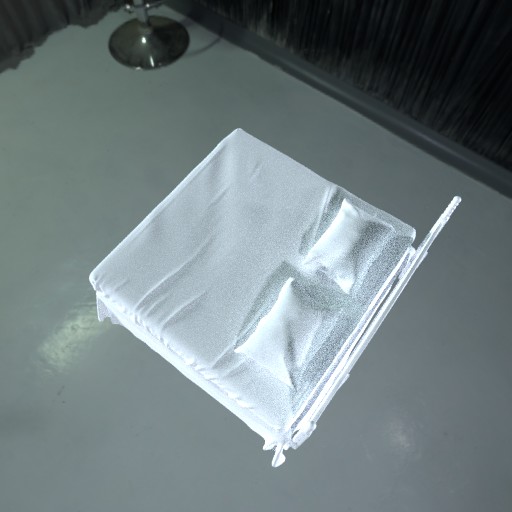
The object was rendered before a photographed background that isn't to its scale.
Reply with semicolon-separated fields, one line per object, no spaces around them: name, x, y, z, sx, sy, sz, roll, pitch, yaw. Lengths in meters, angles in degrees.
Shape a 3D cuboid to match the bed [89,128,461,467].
bed;0.000;0.000;3.647;2.219;1.355;2.322;33;68;16
